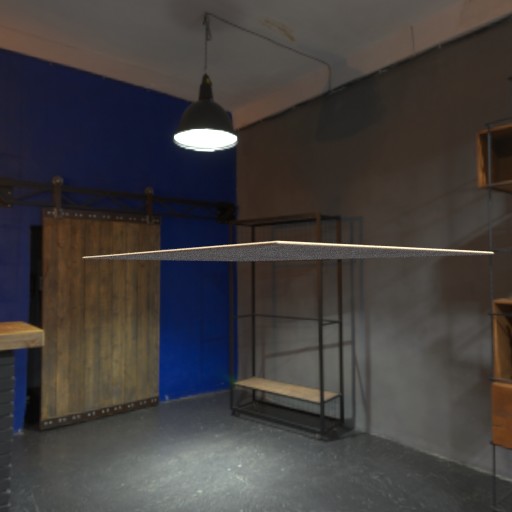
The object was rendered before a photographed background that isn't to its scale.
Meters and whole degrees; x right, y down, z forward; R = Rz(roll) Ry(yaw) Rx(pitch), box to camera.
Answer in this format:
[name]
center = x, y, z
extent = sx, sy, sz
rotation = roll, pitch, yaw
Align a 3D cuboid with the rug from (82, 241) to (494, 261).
[rug]
center = 0.000, 0.000, 2.849
extent = 1.528, 0.014, 2.294
rotation = 1, -2, -37
